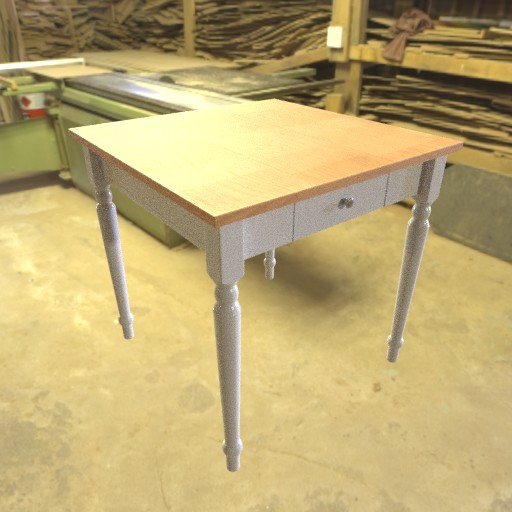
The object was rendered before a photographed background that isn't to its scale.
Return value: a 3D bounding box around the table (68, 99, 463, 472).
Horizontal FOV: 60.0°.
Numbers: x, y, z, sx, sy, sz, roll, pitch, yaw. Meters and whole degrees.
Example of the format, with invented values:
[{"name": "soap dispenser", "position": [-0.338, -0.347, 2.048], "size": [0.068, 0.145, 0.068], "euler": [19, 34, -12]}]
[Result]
[{"name": "table", "position": [0.000, 0.000, 1.357], "size": [0.747, 0.738, 0.747], "euler": [-21, 36, -32]}]
